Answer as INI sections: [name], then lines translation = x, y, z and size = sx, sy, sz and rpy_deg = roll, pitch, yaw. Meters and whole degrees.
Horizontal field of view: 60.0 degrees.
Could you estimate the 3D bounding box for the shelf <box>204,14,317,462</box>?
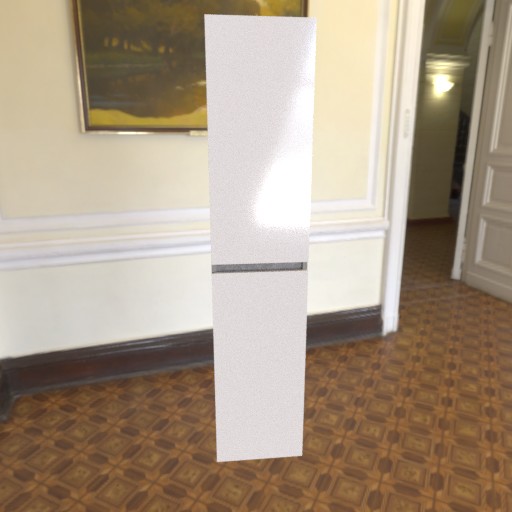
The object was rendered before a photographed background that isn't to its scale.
[shelf]
translation = 0.000, 0.000, 1.494
size = 0.300, 1.400, 0.270
rpy_deg = -2, 16, -6
